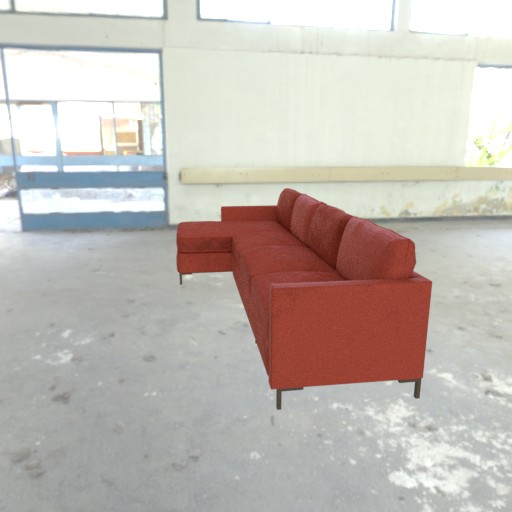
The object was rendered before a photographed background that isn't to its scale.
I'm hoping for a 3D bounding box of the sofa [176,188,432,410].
[{"bbox_3d":[0.000,0.000,4.025,1.500,0.967,3.400,-2,14,-8],"label":"sofa"}]
